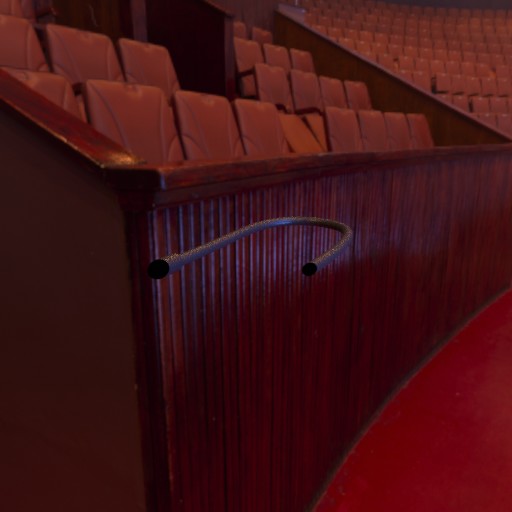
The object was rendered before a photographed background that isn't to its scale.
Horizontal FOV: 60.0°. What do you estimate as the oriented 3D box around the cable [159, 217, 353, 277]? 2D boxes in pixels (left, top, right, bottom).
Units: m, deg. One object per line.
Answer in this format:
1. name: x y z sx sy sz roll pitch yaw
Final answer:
1. cable: 0.000 0.000 0.111 0.041 0.005 0.098 8 17 25
